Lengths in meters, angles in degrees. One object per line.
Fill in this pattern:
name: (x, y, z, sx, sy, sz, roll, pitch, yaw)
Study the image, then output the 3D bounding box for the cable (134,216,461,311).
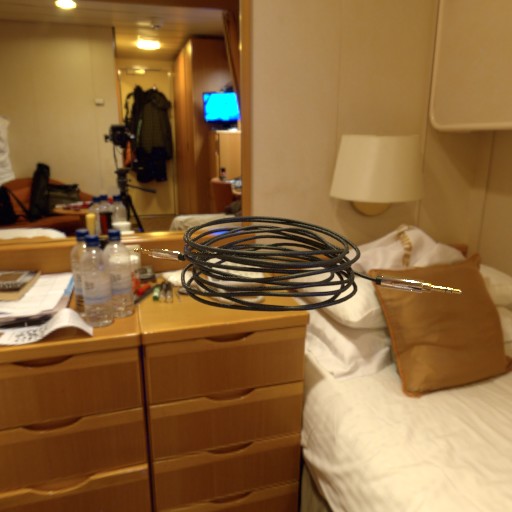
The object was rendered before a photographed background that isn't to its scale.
cable: (0.000, 0.000, 0.509, 0.432, 0.069, 0.198, 7, 17, 26)
